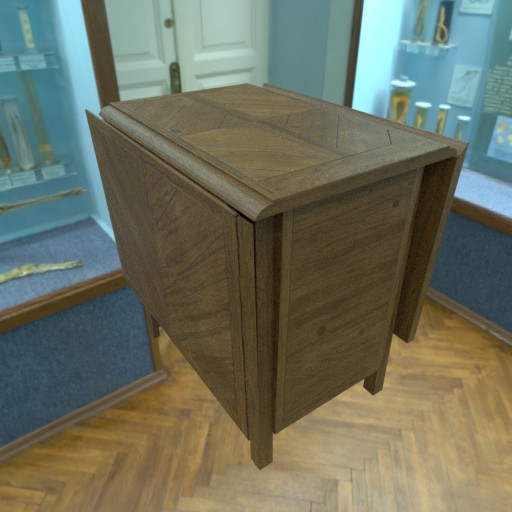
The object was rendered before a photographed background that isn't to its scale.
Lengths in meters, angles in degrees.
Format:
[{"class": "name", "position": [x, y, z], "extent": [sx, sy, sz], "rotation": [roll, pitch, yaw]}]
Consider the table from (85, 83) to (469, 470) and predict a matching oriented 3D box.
[{"class": "table", "position": [0.000, 0.000, 1.263], "extent": [0.591, 0.763, 0.746], "rotation": [-20, 38, -29]}]
